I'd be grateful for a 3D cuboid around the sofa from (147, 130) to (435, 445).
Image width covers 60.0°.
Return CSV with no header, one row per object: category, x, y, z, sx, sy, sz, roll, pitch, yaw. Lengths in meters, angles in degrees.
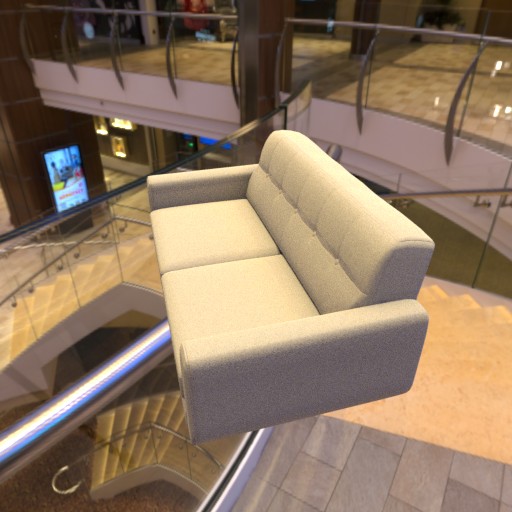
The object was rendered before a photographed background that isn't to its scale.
sofa,0.000,0.000,2.283,0.980,0.892,1.655,-9,33,-13
